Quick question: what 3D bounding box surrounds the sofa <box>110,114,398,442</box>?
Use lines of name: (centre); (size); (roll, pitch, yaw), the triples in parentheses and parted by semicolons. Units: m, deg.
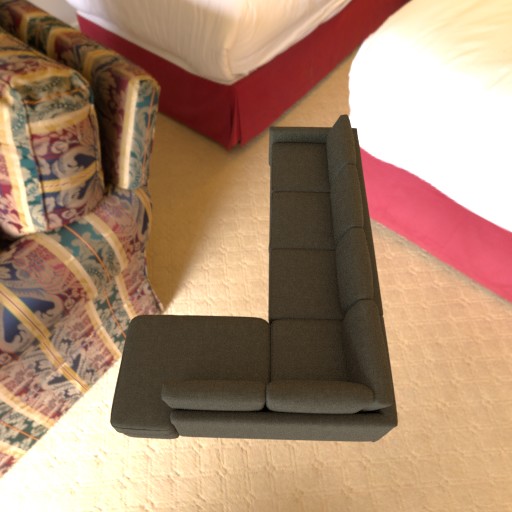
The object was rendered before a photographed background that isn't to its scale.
sofa: (0.000, 0.000, 3.884); (1.984, 0.858, 2.972); (1, 57, 1)
